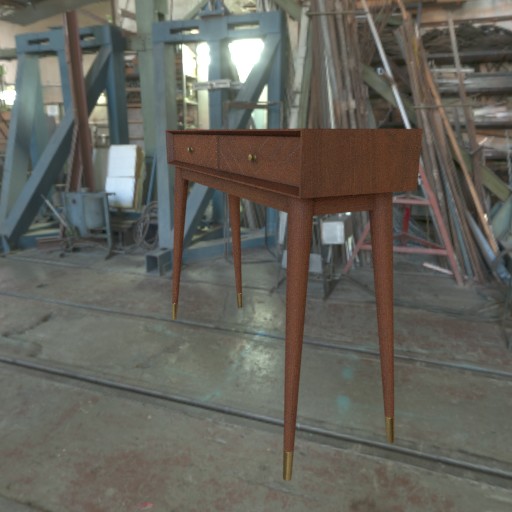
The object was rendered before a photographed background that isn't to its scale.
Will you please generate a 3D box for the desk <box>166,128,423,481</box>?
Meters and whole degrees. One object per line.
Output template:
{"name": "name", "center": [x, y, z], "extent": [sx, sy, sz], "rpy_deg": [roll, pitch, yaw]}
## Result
{"name": "desk", "center": [0.000, 0.000, 1.672], "extent": [0.384, 0.917, 1.204], "rpy_deg": [-7, 17, -24]}
